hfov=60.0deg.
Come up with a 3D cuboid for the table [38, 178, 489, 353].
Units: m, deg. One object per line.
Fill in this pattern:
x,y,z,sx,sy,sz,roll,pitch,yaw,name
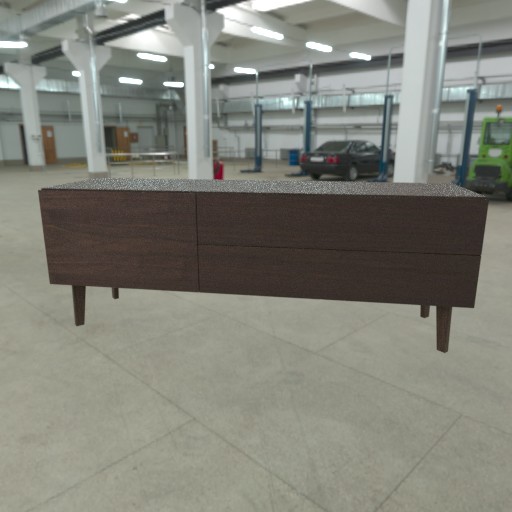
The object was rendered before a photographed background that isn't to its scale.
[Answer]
0.000,0.000,1.615,1.397,0.508,0.405,2,15,9,table
